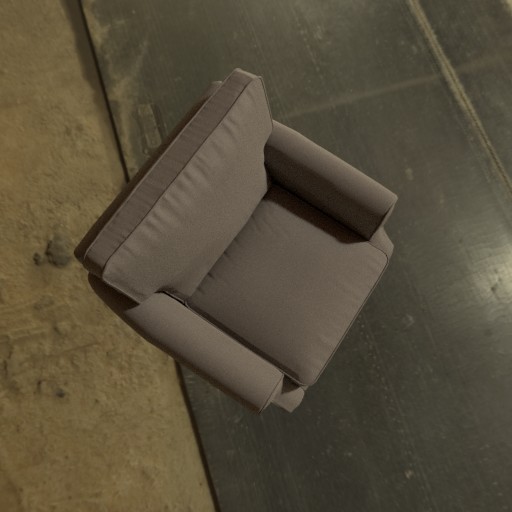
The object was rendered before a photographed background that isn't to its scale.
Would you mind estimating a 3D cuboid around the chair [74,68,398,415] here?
[{"bbox_3d":[0.000,0.000,1.809,0.966,0.967,1.029,33,77,9],"label":"chair"}]
